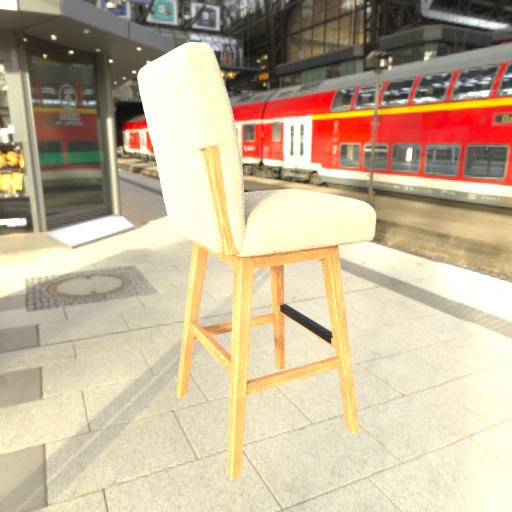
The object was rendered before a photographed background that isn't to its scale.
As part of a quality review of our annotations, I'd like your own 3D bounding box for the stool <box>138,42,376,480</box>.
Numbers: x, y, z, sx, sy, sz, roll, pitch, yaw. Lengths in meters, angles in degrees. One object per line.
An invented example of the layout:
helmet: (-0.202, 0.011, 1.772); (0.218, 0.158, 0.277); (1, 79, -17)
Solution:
stool: (0.000, 0.000, 1.365); (0.569, 1.106, 0.483); (-8, 17, -27)
